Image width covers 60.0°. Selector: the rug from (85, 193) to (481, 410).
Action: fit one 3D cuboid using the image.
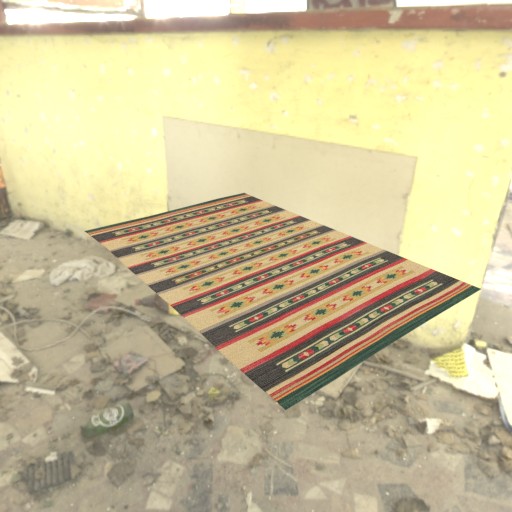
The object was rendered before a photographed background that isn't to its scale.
[{"bbox_3d":[0.000,0.000,2.975,1.522,0.010,2.311,-19,32,-34],"label":"rug"}]
